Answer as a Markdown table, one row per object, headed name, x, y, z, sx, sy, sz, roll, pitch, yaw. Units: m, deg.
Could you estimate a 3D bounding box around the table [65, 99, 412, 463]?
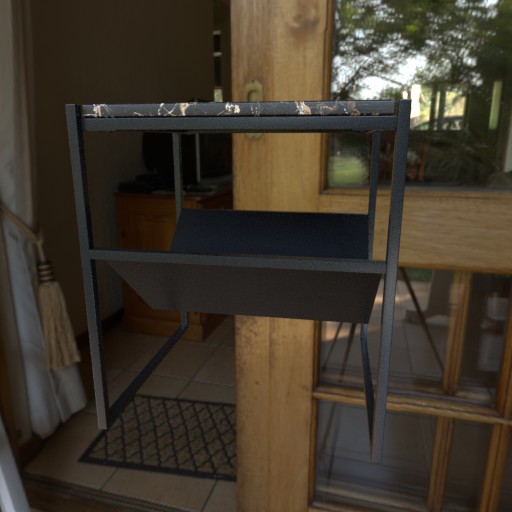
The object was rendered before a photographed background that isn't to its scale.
| name | x | y | z | sx | sy | sz | roll | pitch | yaw |
| --- | --- | --- | --- | --- | --- | --- | --- | --- | --- |
| table | 0.000 | 0.000 | 0.857 | 0.469 | 0.534 | 0.432 | 3 | 15 | 10 |
